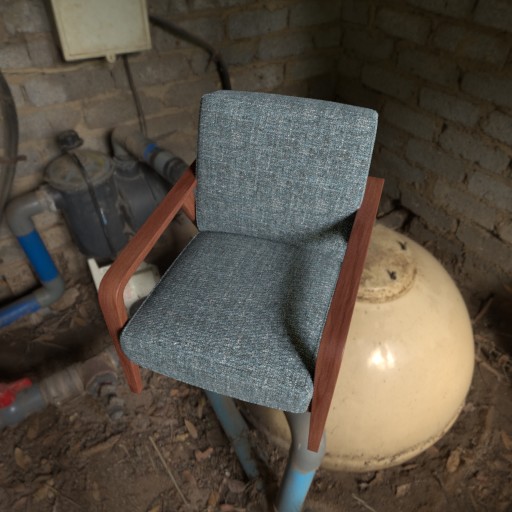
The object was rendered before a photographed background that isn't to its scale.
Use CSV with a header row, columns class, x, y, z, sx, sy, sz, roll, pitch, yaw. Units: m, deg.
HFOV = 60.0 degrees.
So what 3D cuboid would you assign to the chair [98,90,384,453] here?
class,x,y,z,sx,sy,sz,roll,pitch,yaw
chair,0.000,0.000,1.519,0.719,0.864,0.889,13,42,14
